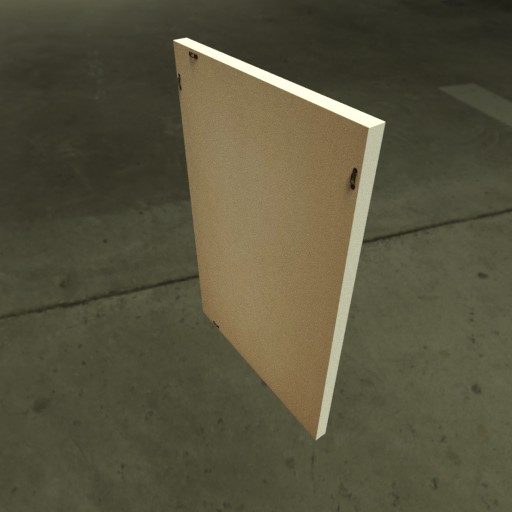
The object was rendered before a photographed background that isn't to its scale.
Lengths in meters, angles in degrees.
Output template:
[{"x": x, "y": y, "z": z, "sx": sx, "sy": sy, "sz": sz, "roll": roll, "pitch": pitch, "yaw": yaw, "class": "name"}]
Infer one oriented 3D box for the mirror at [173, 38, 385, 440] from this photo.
[{"x": 0.000, "y": 0.000, "z": 1.142, "sx": 0.041, "sy": 0.914, "sz": 0.609, "roll": -25, "pitch": 46, "yaw": -27, "class": "mirror"}]
